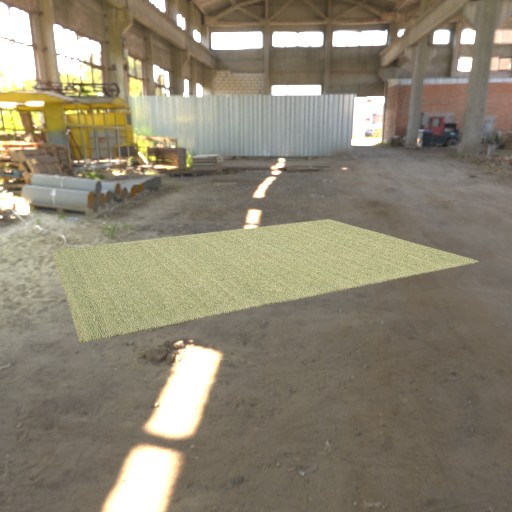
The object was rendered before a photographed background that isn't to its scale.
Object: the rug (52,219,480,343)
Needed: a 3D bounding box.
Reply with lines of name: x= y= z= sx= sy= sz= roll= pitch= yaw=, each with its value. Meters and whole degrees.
rug: x=0.000 y=0.000 z=2.154 sx=1.747 sy=0.006 sz=1.143 roll=-8 pitch=18 yaw=-27
